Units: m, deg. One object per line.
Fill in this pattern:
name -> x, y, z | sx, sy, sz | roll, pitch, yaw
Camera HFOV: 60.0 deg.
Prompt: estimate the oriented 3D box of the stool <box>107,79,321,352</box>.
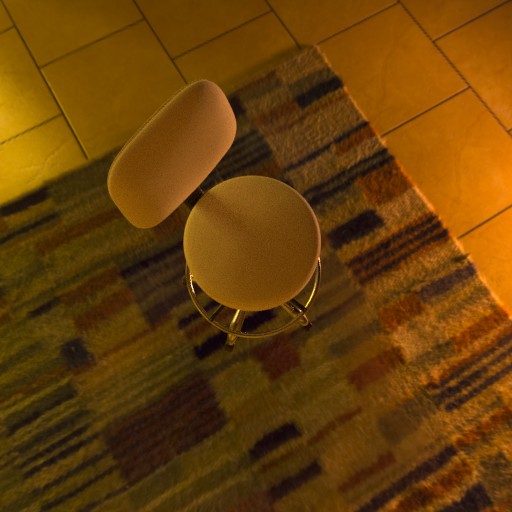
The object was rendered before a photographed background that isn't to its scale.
stool -> 0.000, 0.000, 1.487 | 0.616, 1.080, 0.609 | 38, 78, 9
